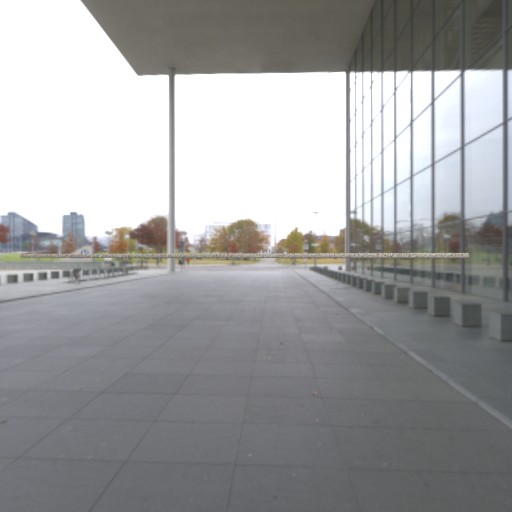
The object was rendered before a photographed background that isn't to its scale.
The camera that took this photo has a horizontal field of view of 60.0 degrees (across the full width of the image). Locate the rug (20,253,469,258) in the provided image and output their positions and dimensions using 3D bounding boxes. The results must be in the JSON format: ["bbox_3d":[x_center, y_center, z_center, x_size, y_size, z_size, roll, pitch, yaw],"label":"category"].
[{"bbox_3d":[0.000,0.000,3.378,2.699,0.025,1.800,0,0,17],"label":"rug"}]
